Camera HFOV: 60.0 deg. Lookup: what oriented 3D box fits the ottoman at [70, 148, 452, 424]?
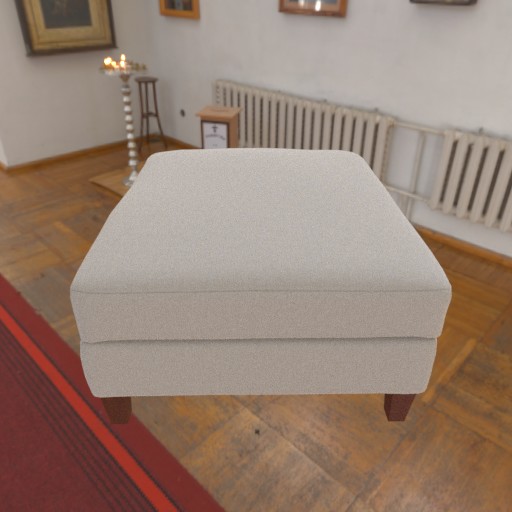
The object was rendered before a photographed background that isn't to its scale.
[{"bbox_3d":[0.000,0.000,1.423,0.836,0.492,0.976,0,30,-1],"label":"ottoman"}]
